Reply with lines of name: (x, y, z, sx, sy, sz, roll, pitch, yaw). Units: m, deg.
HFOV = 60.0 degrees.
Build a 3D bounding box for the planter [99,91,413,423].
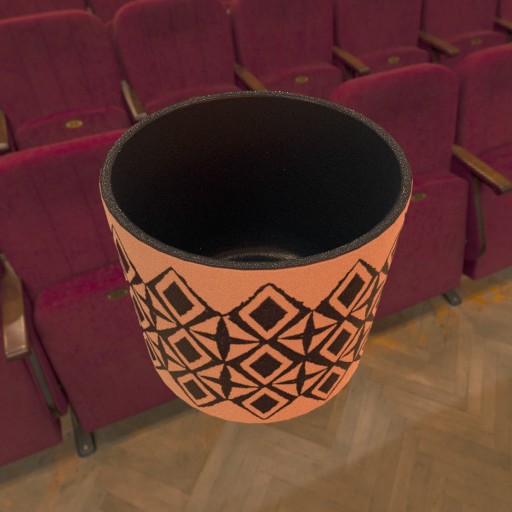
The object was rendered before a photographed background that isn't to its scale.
planter: (0.000, 0.000, 0.280, 0.159, 0.144, 0.159, 0, 45, 0)
